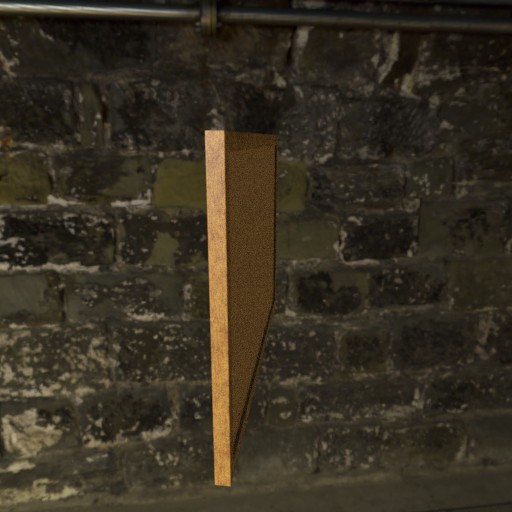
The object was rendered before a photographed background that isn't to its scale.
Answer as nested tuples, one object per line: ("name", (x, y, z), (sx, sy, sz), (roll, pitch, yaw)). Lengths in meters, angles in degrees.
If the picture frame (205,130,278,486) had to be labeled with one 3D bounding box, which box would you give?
("picture frame", (0.000, 0.000, 1.167), (0.029, 0.621, 0.922), (2, 15, 7))
